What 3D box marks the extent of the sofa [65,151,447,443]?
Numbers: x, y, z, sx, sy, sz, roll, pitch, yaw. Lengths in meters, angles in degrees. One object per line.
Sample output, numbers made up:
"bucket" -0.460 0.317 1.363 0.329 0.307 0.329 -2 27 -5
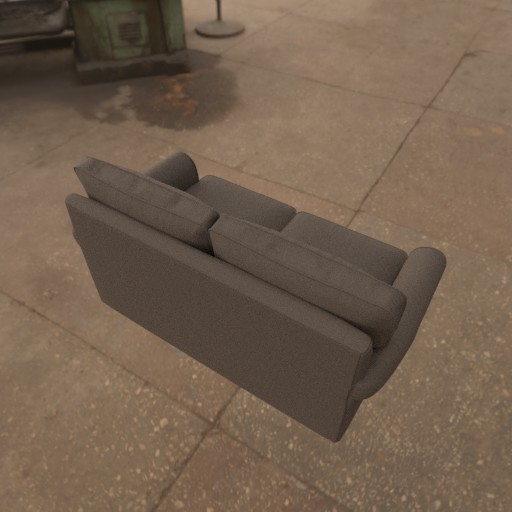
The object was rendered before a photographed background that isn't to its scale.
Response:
"sofa" 0.000 0.000 2.219 1.665 0.937 0.964 25 50 23
